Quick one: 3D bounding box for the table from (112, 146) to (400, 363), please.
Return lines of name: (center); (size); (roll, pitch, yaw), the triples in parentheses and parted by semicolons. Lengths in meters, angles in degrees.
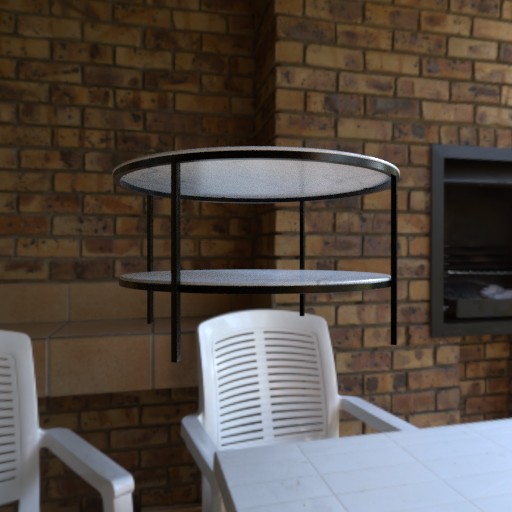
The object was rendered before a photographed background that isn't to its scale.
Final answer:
table: (0.000, 0.000, 1.299); (0.800, 0.450, 0.800); (0, 0, 0)
